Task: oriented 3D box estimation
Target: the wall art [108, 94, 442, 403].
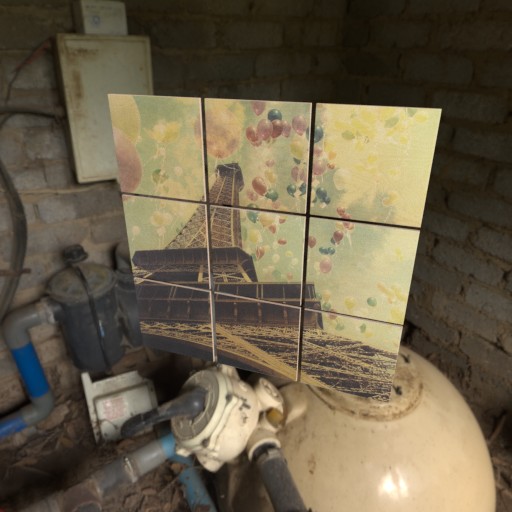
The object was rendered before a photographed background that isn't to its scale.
[{"bbox_3d":[0.000,0.000,1.826,1.219,1.218,0.013,9,28,17],"label":"wall art"}]
